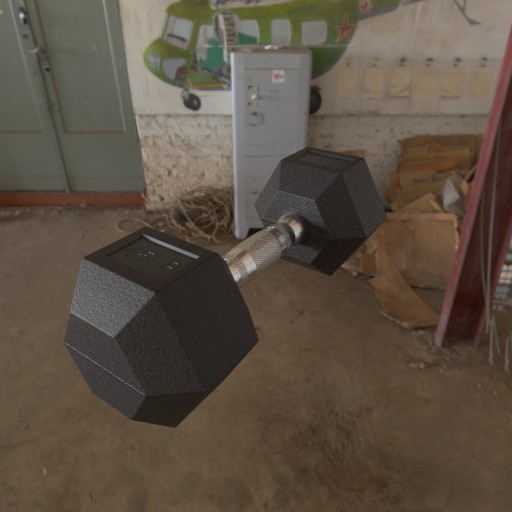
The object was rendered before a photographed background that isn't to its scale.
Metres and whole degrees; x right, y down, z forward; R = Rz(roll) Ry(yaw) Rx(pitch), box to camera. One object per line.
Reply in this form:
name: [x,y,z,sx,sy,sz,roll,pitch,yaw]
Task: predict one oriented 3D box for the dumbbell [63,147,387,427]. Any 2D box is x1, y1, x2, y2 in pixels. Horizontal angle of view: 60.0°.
dumbbell: [0.000,0.000,0.421,0.141,0.123,0.356,20,36,30]
